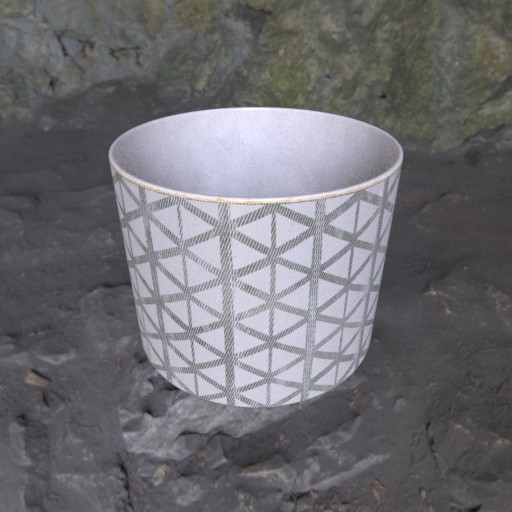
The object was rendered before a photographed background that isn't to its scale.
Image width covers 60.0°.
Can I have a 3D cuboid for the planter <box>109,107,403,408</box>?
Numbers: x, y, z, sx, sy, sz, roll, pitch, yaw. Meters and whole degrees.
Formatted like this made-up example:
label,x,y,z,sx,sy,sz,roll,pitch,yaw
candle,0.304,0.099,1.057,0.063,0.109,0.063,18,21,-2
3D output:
label,x,y,z,sx,sy,sz,roll,pitch,yaw
planter,0.000,0.000,0.344,0.190,0.181,0.190,0,32,0
